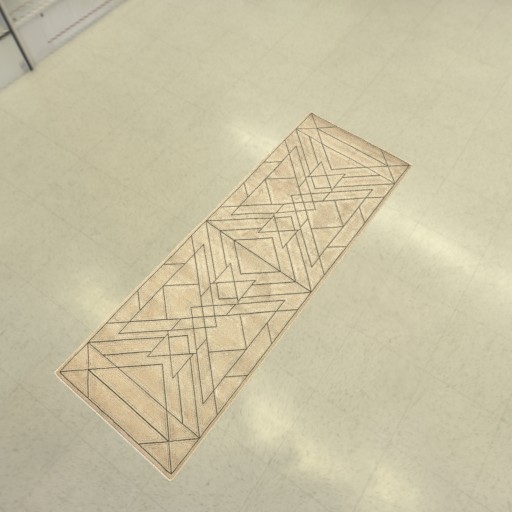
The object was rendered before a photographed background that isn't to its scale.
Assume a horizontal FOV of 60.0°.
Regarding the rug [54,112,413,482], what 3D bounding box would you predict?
[{"bbox_3d":[0.000,0.000,2.627,0.831,0.036,2.381,34,66,17],"label":"rug"}]
